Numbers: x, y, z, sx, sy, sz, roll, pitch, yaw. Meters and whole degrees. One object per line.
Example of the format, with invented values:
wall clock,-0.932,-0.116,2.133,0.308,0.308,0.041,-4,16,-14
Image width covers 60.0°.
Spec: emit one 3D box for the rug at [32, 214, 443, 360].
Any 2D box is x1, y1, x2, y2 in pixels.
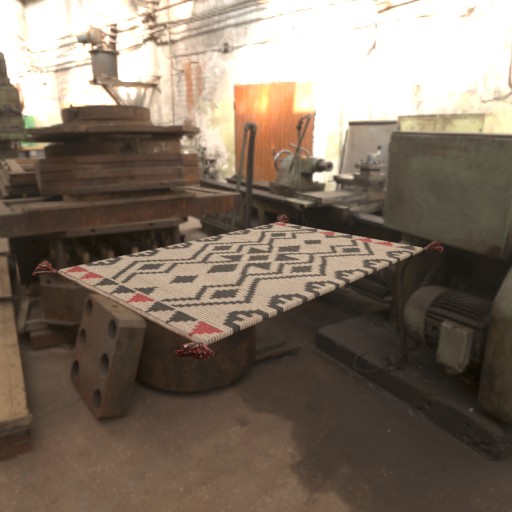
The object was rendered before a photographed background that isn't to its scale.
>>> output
rug,0.000,0.000,2.605,1.444,0.067,2.069,15,21,42
